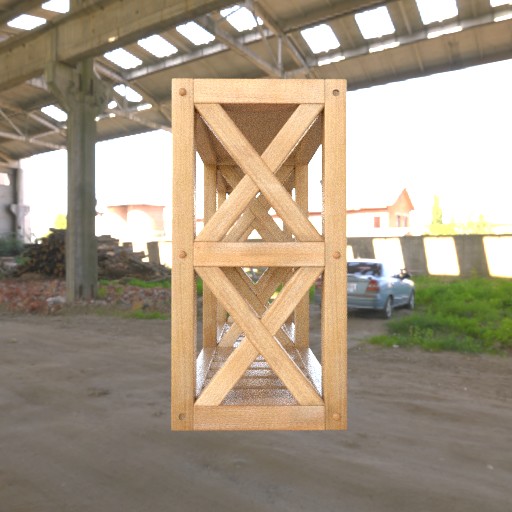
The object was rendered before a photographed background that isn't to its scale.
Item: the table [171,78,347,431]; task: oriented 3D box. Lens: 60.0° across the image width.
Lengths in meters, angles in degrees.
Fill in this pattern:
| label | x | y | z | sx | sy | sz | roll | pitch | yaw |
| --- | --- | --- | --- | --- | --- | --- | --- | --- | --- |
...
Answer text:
| label | x | y | z | sx | sy | sz | roll | pitch | yaw |
| --- | --- | --- | --- | --- | --- | --- | --- | --- | --- |
| table | 0.000 | 0.000 | 1.611 | 0.381 | 0.762 | 1.320 | 0 | 0 | -1 |
